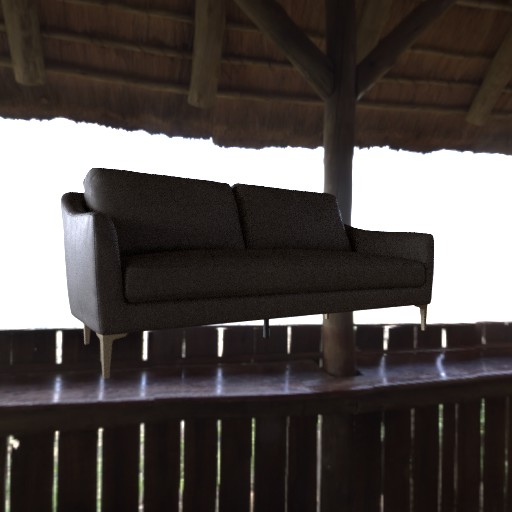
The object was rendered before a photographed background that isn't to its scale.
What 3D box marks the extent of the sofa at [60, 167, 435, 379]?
[{"bbox_3d":[0.000,0.000,2.501,2.036,0.902,0.960,0,-1,-35],"label":"sofa"}]
